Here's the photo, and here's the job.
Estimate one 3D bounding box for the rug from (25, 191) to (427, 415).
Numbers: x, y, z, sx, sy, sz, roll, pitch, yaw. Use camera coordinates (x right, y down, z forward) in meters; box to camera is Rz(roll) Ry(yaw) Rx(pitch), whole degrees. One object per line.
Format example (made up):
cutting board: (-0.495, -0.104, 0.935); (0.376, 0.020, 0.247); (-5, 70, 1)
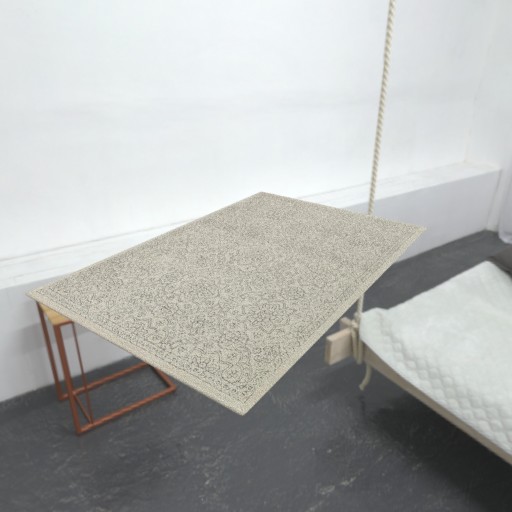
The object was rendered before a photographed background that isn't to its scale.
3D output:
rug: (0.000, 0.000, 2.894); (1.524, 0.011, 2.286); (17, 31, 32)
